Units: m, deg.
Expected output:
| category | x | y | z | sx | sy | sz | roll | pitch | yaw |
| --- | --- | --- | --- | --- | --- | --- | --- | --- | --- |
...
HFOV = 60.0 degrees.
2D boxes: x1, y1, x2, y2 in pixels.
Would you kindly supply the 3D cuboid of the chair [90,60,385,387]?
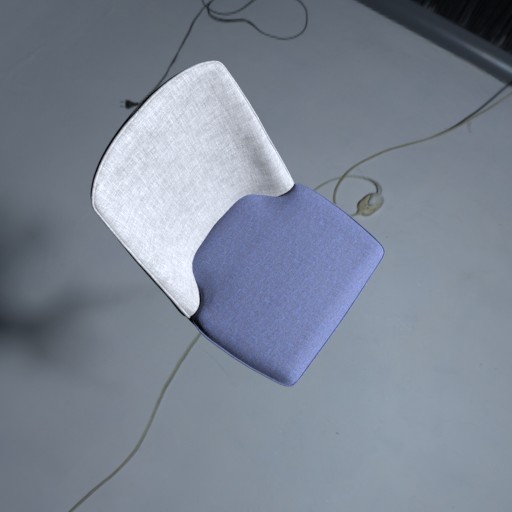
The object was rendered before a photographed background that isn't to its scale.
| category | x | y | z | sx | sy | sz | roll | pitch | yaw |
| --- | --- | --- | --- | --- | --- | --- | --- | --- | --- |
| chair | 0.000 | 0.000 | 1.155 | 0.550 | 0.855 | 0.488 | 36 | 78 | 9 |
